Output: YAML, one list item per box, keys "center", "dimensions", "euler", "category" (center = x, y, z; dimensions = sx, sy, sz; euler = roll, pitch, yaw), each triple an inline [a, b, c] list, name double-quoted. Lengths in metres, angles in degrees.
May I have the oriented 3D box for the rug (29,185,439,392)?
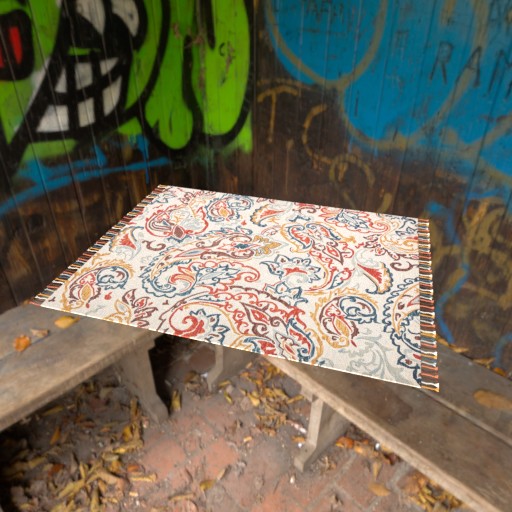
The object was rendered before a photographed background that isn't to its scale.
- center: [0.000, 0.000, 4.324]
  dimensions: [3.274, 0.015, 2.439]
  euler: [9, 35, 13]
  category: "rug"
